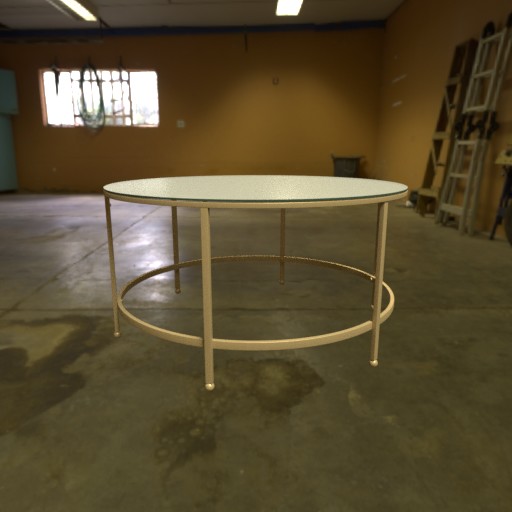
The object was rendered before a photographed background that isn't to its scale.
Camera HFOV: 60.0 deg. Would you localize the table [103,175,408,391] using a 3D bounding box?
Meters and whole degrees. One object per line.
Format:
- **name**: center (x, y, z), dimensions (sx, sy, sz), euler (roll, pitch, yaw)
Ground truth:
- **table**: center (0.000, 0.000, 1.453), dimensions (0.914, 0.470, 0.914), euler (0, 14, 0)
